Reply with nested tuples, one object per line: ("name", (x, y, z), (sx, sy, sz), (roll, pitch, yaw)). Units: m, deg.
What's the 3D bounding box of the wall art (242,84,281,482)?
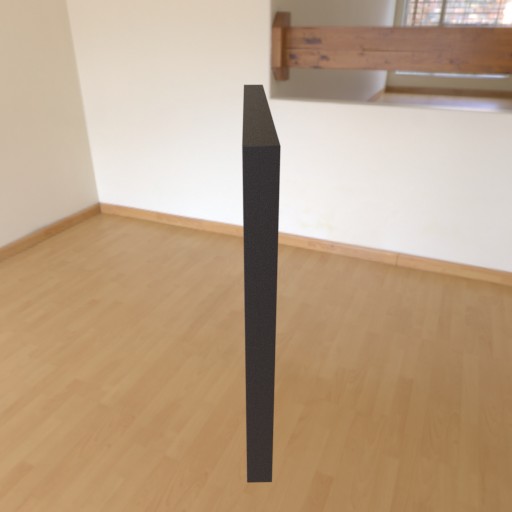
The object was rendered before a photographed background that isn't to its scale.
("wall art", (0.000, 0.000, 0.777), (0.038, 0.507, 0.507), (-1, 27, -1))
